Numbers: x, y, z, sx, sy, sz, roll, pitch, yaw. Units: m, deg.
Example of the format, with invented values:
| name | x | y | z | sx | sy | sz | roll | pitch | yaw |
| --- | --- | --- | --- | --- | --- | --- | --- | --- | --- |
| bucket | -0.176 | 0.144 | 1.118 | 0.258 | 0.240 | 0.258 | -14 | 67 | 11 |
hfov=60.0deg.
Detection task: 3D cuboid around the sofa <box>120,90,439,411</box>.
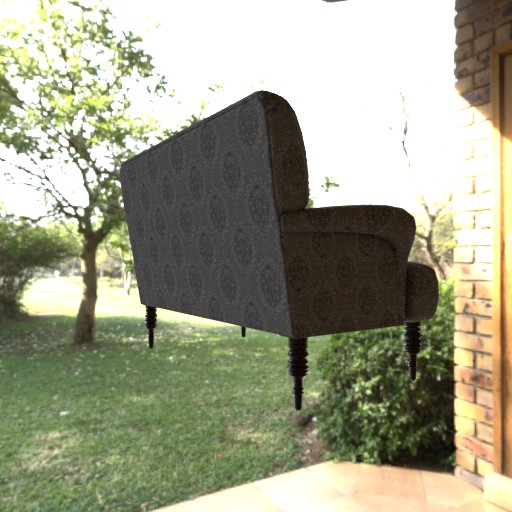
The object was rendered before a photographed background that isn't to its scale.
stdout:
| name | x | y | z | sx | sy | sz | roll | pitch | yaw |
| --- | --- | --- | --- | --- | --- | --- | --- | --- | --- |
| sofa | 0.000 | 0.000 | 1.847 | 0.779 | 0.889 | 1.297 | 0 | -1 | -36 |
